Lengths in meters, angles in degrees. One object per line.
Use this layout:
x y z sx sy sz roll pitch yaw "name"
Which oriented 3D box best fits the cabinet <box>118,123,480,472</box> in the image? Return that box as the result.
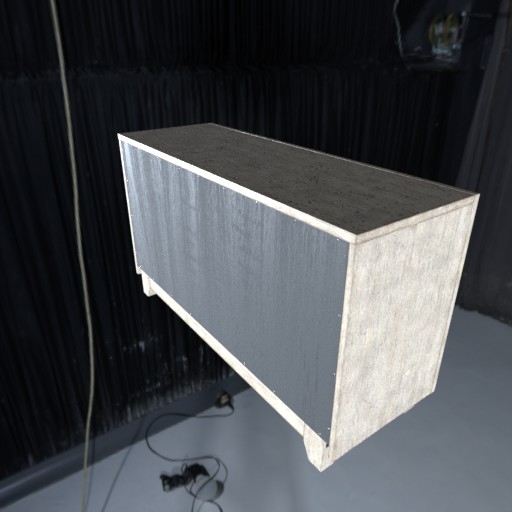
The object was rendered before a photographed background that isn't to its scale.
0.000 0.000 1.827 0.511 0.825 1.460 -18 31 -32 "cabinet"
